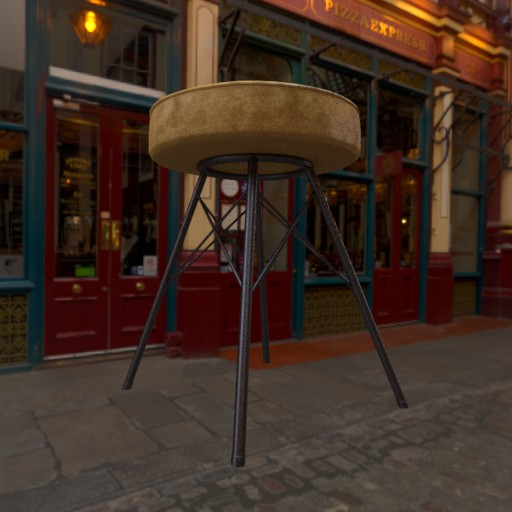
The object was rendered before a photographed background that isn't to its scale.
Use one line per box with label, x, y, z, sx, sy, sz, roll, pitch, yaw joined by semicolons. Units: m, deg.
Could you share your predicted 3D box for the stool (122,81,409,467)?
stool;0.000;0.000;0.928;0.438;0.595;0.472;0;1;-35
